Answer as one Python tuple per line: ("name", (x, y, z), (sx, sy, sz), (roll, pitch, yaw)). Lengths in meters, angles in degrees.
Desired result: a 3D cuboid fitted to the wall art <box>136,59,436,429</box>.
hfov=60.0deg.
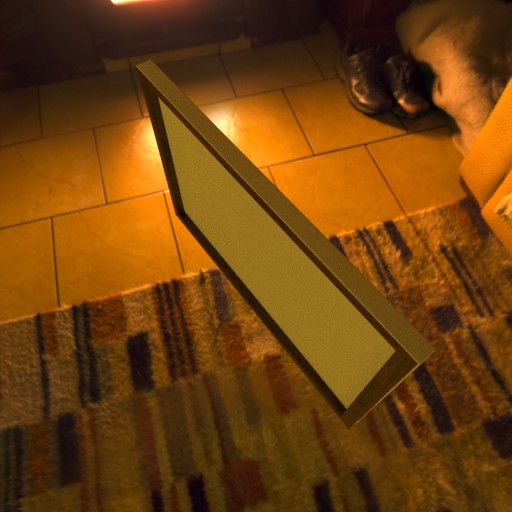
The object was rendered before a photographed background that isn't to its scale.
("wall art", (0.000, 0.000, 1.437), (0.051, 0.761, 1.138), (-33, 65, -18))
